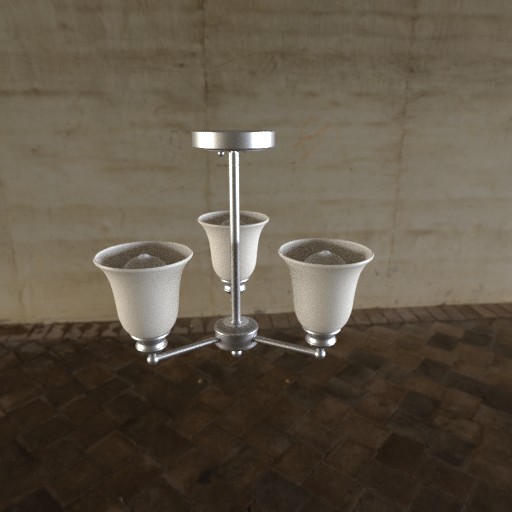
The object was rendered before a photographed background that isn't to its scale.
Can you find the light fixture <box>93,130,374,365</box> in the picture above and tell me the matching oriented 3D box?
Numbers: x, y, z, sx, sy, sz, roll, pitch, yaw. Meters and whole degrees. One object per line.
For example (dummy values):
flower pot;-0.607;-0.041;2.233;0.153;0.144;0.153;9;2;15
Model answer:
light fixture;0.000;0.000;0.684;0.354;0.370;0.388;9;19;25
